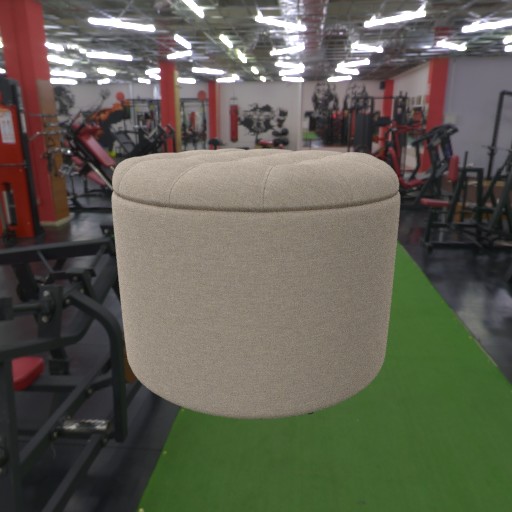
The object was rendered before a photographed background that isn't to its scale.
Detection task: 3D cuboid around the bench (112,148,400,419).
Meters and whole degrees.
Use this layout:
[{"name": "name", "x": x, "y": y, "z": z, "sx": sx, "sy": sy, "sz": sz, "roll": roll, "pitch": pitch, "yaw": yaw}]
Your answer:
[{"name": "bench", "x": 0.000, "y": 0.000, "z": 1.003, "sx": 0.600, "sy": 0.454, "sz": 0.600, "roll": 0, "pitch": 17, "yaw": 0}]
